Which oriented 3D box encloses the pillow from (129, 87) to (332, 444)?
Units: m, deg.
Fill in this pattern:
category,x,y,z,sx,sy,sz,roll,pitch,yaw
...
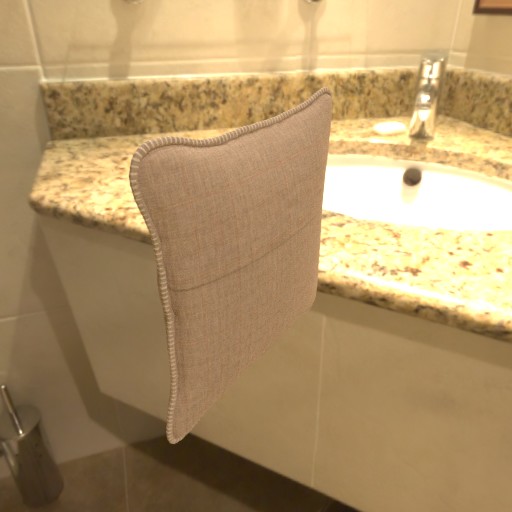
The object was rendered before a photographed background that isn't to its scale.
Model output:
category,x,y,z,sx,sy,sz,roll,pitch,yaw
pillow,0.000,0.000,0.763,0.124,0.494,0.485,19,35,30
